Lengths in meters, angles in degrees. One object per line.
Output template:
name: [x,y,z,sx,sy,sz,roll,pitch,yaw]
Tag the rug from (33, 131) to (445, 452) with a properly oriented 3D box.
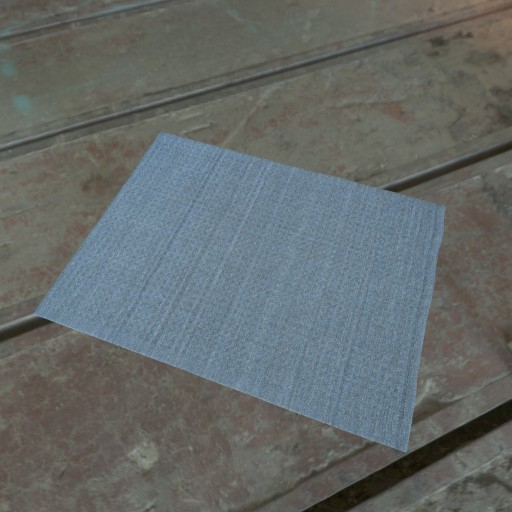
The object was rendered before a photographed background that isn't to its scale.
rug: [0.000,0.000,4.122,3.200,0.007,2.443,17,59,11]
